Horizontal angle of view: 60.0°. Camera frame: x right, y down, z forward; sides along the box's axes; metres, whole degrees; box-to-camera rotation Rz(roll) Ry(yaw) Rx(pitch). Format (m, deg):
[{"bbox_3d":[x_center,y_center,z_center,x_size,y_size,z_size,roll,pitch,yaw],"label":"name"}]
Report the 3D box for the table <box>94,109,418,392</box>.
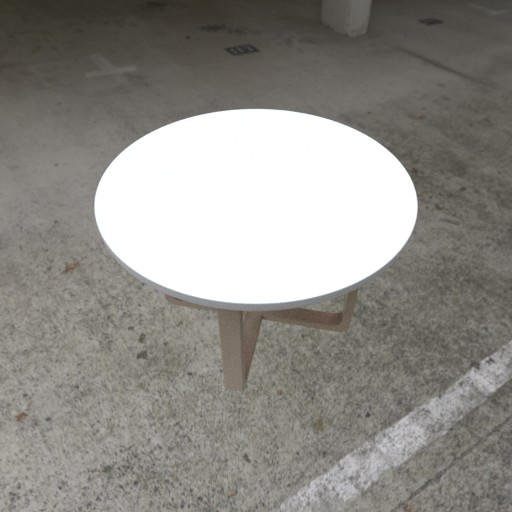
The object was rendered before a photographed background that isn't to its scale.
[{"bbox_3d":[0.000,0.000,0.989,0.600,0.400,0.600,0,45,0],"label":"table"}]
